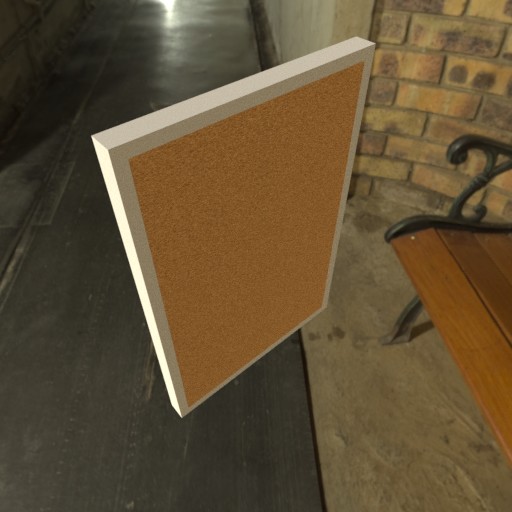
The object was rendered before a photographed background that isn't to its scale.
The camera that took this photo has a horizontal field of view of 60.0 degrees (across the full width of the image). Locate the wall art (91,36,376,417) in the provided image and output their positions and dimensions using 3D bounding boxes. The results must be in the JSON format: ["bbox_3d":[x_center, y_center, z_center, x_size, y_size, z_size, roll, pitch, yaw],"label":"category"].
[{"bbox_3d":[0.000,0.000,0.820,0.450,0.657,0.038,-32,54,-27],"label":"wall art"}]
